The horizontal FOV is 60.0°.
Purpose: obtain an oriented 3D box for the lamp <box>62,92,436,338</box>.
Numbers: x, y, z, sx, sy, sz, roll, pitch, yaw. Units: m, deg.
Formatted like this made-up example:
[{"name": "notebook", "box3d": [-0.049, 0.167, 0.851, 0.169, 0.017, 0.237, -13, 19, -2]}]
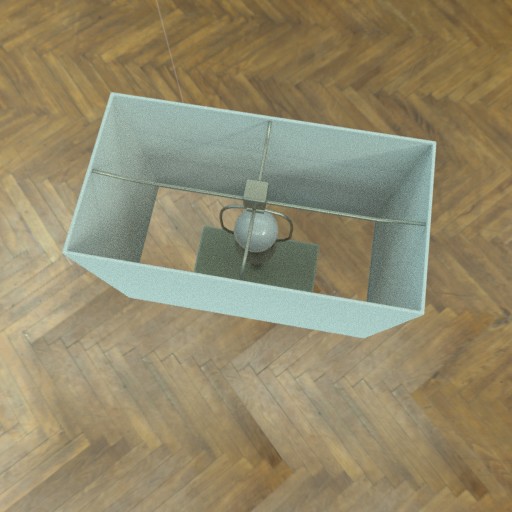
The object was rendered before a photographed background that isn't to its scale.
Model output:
[{"name": "lamp", "box3d": [0.000, 0.000, 0.718, 0.380, 0.515, 0.200, 9, 74, 3]}]
